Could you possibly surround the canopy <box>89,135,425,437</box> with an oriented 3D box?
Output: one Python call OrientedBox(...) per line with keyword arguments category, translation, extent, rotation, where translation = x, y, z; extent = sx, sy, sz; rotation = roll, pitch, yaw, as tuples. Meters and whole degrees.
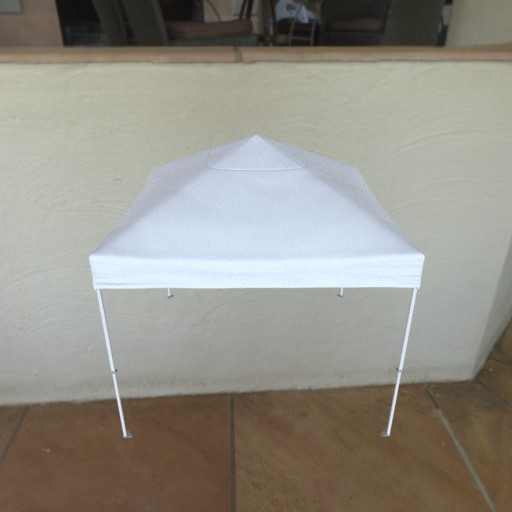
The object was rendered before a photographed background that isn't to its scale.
OrientedBox(category="canopy", translation=(0.000, 0.000, 5.564), extent=(2.998, 2.997, 2.996), rotation=(0, 27, 0))
